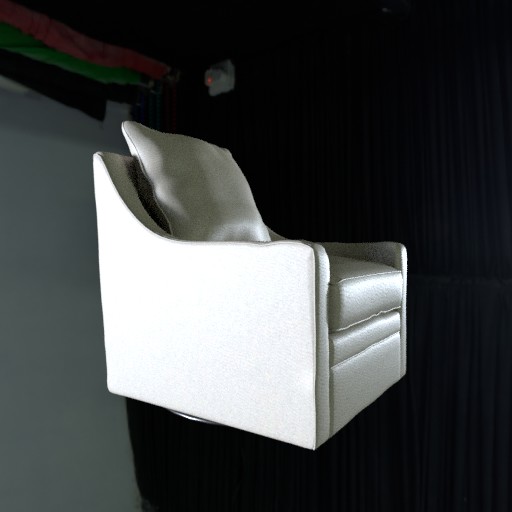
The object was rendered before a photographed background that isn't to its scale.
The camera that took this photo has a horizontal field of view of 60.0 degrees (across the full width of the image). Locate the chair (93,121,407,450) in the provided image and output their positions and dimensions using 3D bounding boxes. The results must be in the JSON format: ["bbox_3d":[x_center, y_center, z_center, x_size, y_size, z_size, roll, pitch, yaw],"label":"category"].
[{"bbox_3d":[0.000,0.000,1.573,0.876,0.942,0.760,1,1,34],"label":"chair"}]
